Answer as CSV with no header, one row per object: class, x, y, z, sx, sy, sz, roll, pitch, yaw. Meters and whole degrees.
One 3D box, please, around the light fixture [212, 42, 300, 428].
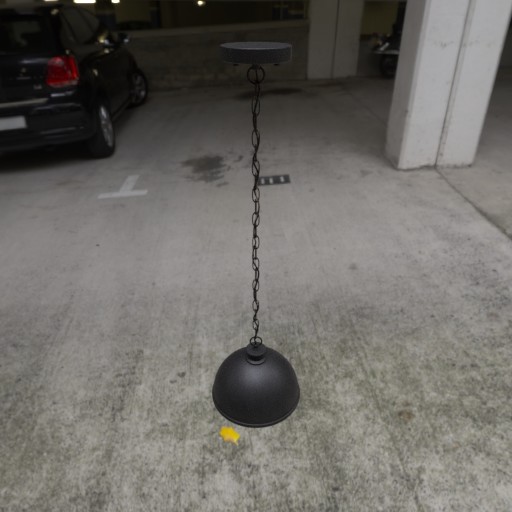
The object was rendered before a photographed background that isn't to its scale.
light fixture,0.000,0.000,1.263,0.304,1.090,0.304,-1,30,-2
